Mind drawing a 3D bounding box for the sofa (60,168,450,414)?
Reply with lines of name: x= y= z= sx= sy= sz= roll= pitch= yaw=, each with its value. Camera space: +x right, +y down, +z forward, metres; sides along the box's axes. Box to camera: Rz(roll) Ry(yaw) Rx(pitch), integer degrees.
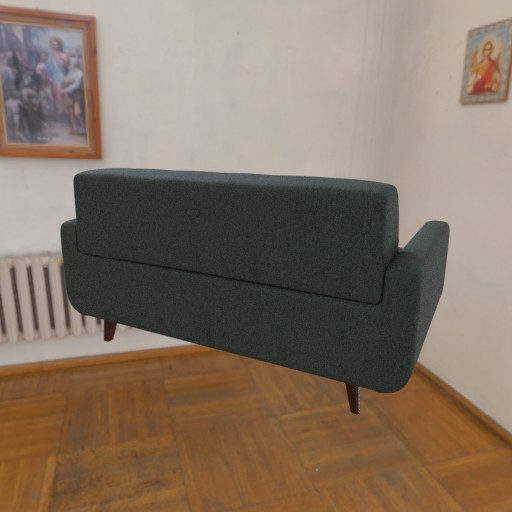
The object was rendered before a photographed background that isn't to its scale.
sofa: x=0.000 y=0.000 z=2.135 sx=1.631 sy=0.841 sz=0.909 roll=8 pitch=17 yaw=27
